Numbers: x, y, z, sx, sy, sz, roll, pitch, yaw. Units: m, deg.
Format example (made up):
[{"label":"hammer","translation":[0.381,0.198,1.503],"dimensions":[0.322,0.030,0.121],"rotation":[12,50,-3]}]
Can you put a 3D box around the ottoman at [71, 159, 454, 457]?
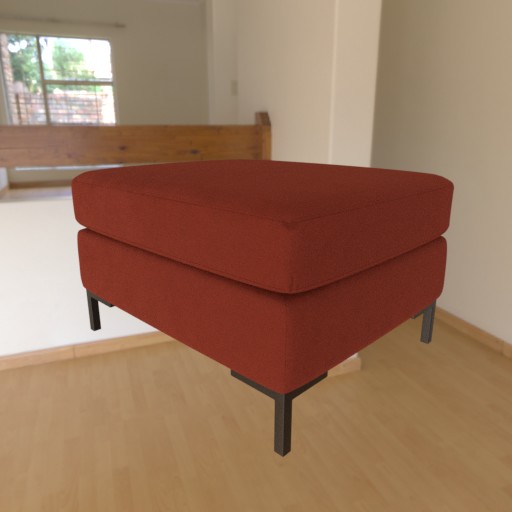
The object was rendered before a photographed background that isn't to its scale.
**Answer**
[{"label":"ottoman","translation":[0.000,0.000,1.173],"dimensions":[0.782,0.462,0.650],"rotation":[16,23,42]}]
